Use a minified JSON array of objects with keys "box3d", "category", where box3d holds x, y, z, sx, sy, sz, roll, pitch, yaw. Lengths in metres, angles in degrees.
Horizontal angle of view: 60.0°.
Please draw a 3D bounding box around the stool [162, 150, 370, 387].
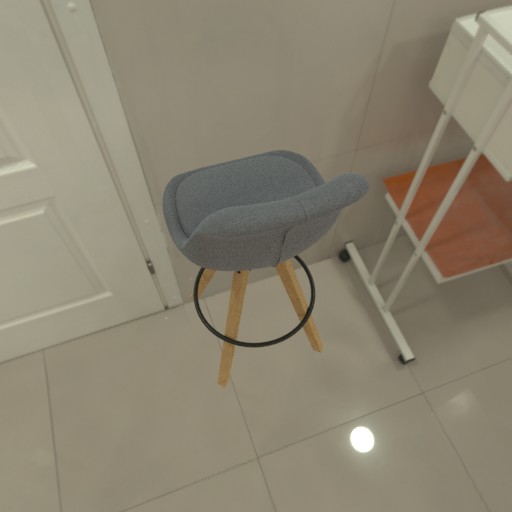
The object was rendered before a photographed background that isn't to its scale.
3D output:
[{"box3d":[0.000,0.000,1.417,0.485,1.115,0.550,-17,59,-11],"category":"stool"}]
